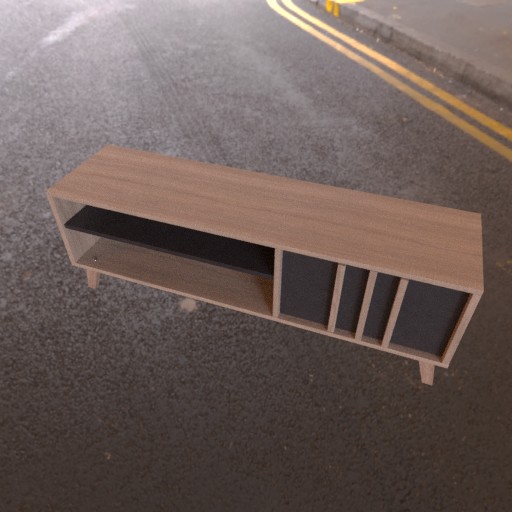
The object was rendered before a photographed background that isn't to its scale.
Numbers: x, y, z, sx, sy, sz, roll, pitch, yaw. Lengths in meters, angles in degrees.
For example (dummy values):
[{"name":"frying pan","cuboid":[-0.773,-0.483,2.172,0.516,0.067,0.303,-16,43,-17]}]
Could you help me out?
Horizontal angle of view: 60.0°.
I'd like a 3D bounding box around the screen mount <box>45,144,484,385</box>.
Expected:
[{"name":"screen mount","cuboid":[0.000,0.000,1.739,1.500,0.509,0.401,13,43,15]}]
